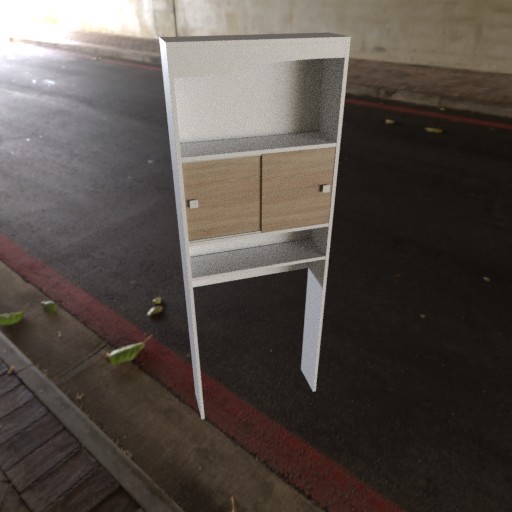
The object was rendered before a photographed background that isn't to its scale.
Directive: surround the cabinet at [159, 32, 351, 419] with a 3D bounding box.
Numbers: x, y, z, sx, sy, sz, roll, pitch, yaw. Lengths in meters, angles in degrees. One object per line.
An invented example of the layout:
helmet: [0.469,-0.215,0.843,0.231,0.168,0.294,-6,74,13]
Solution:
cabinet: [0.000,0.000,1.992,0.643,1.770,0.192,-9,32,-15]
